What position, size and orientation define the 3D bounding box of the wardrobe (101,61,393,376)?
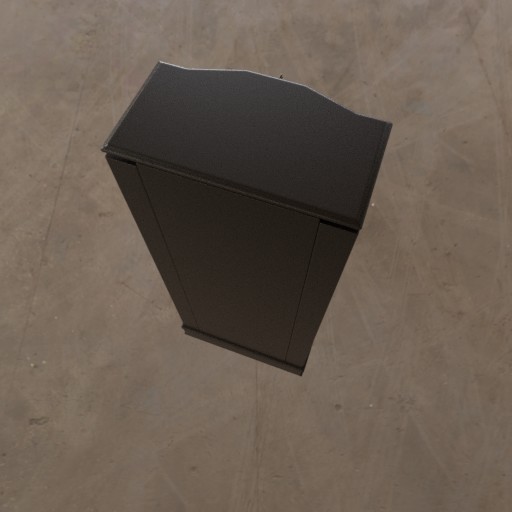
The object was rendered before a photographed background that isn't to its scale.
[{"bbox_3d":[0.000,0.000,1.179,0.444,1.011,0.295,18,65,9],"label":"wardrobe"}]
